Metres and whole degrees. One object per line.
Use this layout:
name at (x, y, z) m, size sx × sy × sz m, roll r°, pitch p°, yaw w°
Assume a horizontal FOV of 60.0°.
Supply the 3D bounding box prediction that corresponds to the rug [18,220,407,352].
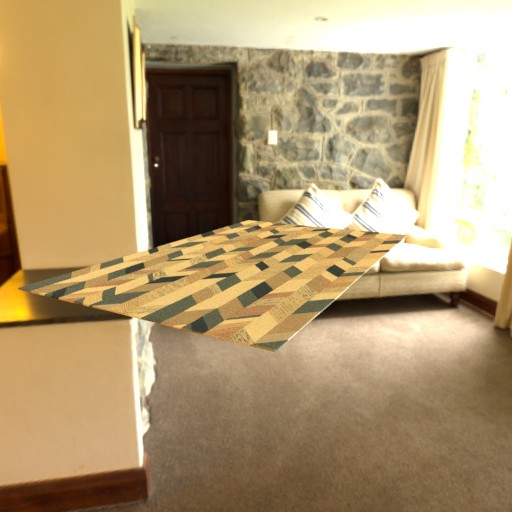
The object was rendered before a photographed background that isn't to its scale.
rug at (0.000, 0.000, 2.982) m, size 1.513 × 0.008 × 2.423 m, roll 8°, pitch 16°, yaw 28°
